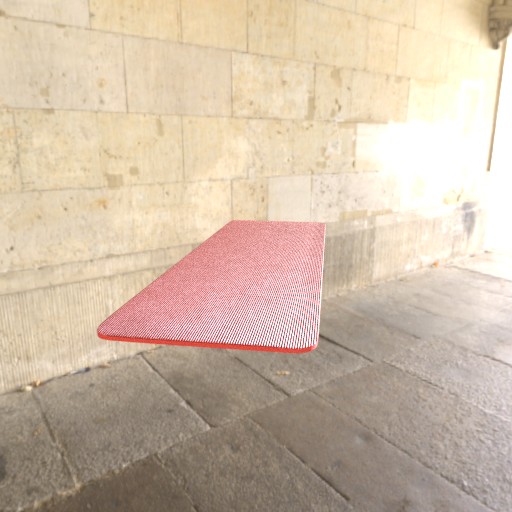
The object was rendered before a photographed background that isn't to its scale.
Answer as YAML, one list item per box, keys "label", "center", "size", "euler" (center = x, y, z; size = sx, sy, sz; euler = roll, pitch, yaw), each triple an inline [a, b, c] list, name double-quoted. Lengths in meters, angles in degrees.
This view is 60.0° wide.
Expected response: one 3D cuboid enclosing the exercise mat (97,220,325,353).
- label: "exercise mat"
  center: [0.000, 0.000, 2.049]
  size: [0.616, 0.021, 1.869]
  euler: [2, 15, 9]
